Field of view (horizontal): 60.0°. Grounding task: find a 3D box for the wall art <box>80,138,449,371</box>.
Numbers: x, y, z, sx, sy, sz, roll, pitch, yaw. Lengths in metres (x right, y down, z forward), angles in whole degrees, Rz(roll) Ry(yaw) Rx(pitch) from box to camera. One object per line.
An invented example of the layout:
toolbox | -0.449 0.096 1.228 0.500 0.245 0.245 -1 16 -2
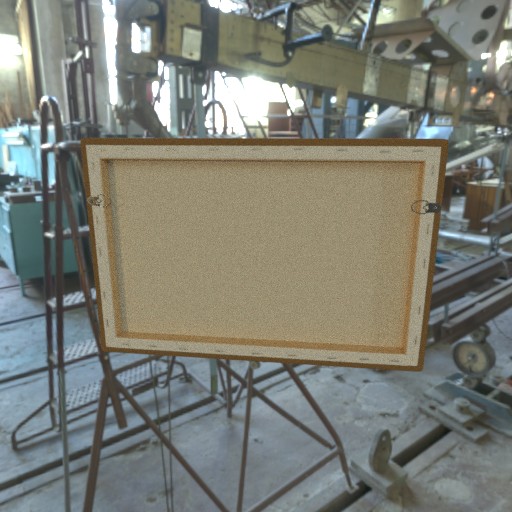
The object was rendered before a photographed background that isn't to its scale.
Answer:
wall art | 0.000 0.000 0.494 0.380 0.254 0.019 2 16 7
